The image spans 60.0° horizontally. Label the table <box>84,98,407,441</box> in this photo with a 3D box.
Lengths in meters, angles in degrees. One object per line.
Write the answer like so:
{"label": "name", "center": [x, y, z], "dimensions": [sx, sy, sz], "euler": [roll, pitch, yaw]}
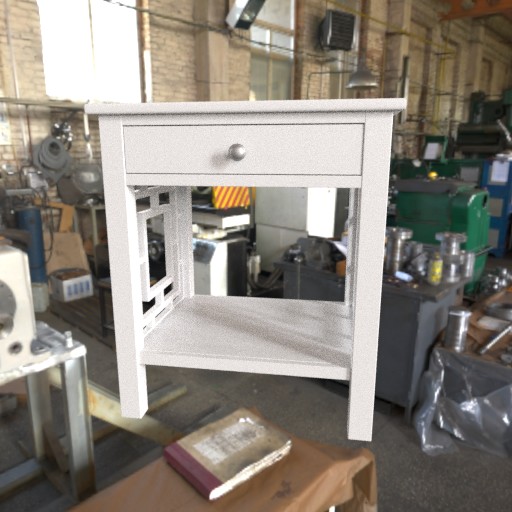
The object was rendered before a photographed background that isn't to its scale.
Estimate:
{"label": "table", "center": [0.000, 0.000, 1.041], "dimensions": [0.564, 0.646, 0.451], "euler": [2, 13, 9]}
